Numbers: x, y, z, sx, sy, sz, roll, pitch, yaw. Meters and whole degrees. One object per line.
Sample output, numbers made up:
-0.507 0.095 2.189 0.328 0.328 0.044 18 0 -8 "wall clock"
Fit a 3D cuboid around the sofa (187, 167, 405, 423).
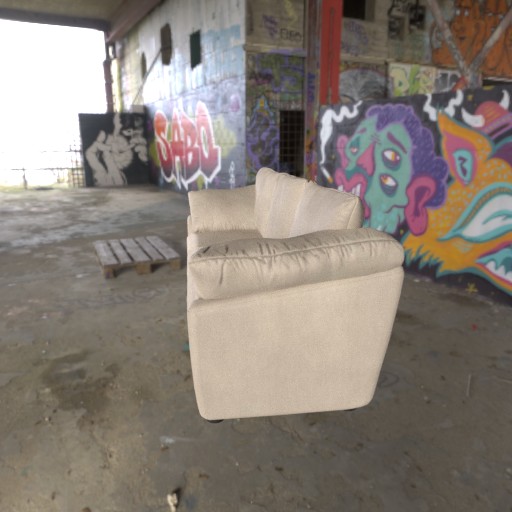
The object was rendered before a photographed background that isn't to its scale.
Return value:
0.000 0.000 2.803 0.878 0.996 2.334 -2 14 -8 "sofa"
